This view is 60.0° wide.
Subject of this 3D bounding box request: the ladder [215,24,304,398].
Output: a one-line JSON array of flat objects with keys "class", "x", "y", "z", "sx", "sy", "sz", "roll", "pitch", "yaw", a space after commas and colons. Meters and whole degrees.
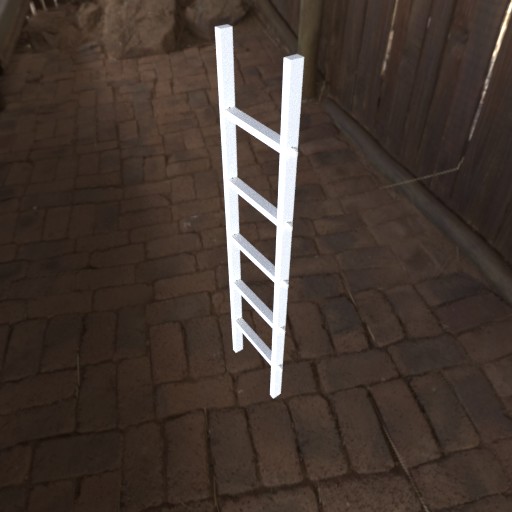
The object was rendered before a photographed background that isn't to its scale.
[{"class": "ladder", "x": 0.000, "y": 0.000, "z": 1.973, "sx": 0.051, "sy": 1.797, "sz": 0.452, "roll": -26, "pitch": 48, "yaw": -26}]
